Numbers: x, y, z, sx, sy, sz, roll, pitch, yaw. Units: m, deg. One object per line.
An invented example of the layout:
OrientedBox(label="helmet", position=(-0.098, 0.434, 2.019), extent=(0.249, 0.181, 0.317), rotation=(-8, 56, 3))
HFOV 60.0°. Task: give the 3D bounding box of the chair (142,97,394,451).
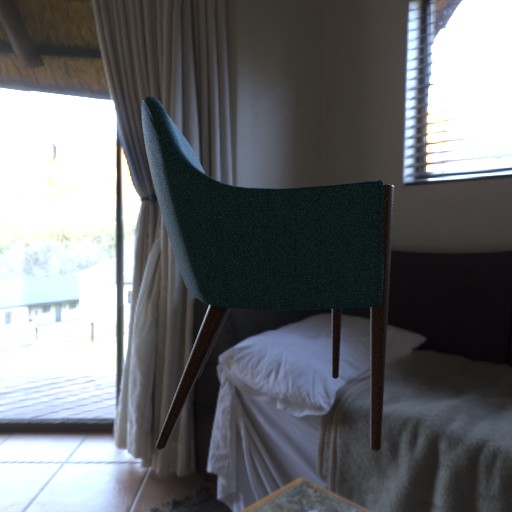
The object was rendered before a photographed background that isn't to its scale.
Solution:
OrientedBox(label="chair", position=(0.000, 0.000, 1.333), extent=(0.652, 0.907, 0.656), rotation=(0, 1, 1))
